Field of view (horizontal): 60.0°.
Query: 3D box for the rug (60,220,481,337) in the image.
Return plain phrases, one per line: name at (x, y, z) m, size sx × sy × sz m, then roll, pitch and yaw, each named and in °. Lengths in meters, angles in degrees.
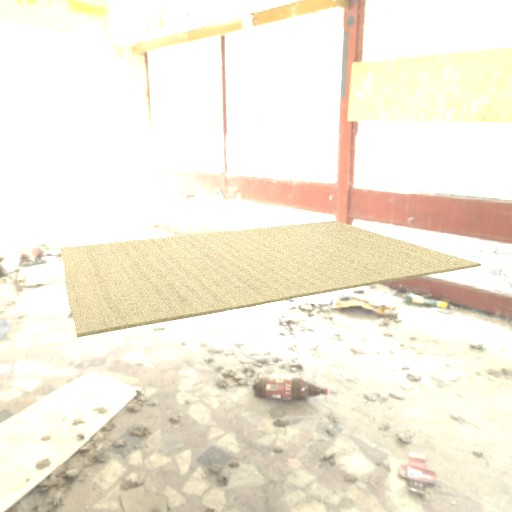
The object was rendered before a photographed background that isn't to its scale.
rug at (0.000, 0.000, 2.878) m, size 2.297 × 0.018 × 1.532 m, roll -7°, pitch 17°, yaw -24°
